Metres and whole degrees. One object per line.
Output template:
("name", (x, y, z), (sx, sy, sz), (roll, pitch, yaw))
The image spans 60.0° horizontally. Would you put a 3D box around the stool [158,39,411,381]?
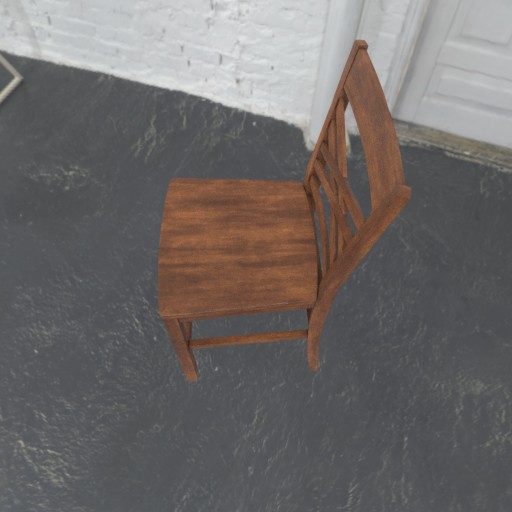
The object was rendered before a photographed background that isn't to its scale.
("stool", (0.000, 0.000, 1.327), (0.539, 1.079, 0.462), (-2, 58, -1))
